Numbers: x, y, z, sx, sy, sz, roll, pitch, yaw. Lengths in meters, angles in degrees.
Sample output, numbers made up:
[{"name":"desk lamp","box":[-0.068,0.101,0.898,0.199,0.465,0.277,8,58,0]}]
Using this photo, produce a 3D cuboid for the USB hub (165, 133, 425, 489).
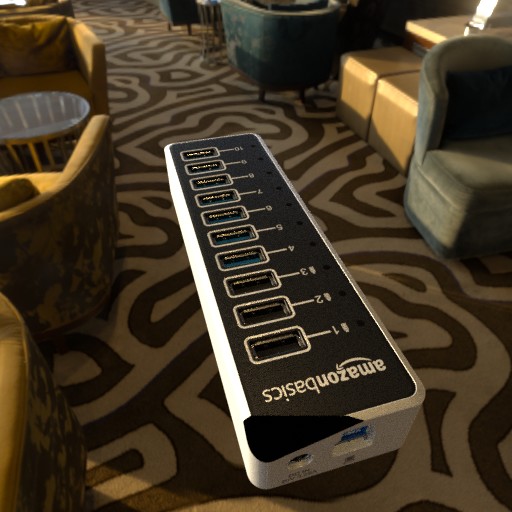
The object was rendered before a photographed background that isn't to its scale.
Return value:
[{"name":"USB hub","box":[0.000,0.000,0.158,0.044,0.023,0.145,-11,43,-12]}]
